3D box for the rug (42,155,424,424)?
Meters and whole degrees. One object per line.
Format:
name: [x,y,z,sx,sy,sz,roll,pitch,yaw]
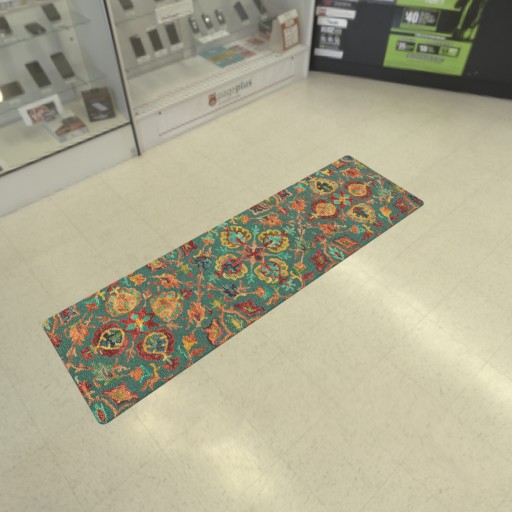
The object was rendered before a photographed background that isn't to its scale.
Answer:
rug: [0.000,0.000,2.568,2.286,0.013,0.686,-31,55,-25]
